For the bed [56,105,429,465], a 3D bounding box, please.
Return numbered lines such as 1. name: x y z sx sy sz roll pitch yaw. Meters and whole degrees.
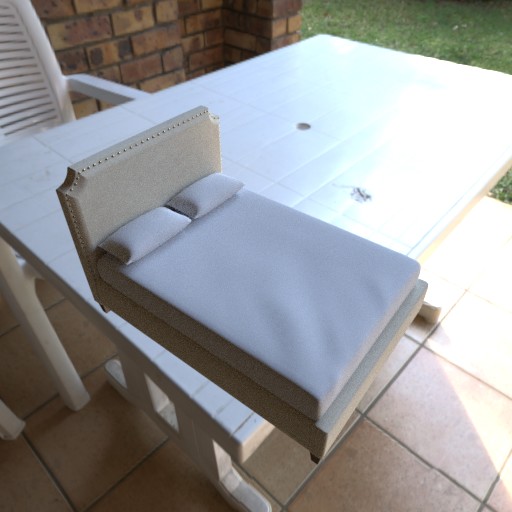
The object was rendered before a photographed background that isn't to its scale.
1. bed: 0.000 0.000 3.580 2.381 1.457 1.713 27 47 27
